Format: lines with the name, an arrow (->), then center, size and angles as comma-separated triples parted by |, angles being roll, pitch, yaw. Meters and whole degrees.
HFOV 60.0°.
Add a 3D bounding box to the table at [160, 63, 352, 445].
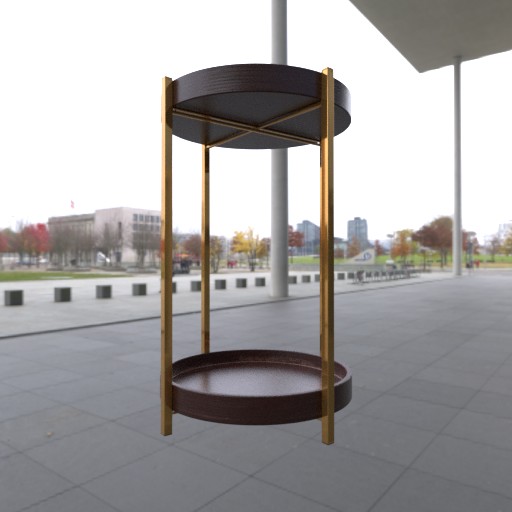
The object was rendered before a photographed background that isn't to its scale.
table -> 0.000, 0.000, 0.876 | 0.400, 0.610, 0.400 | 0, 0, -37
